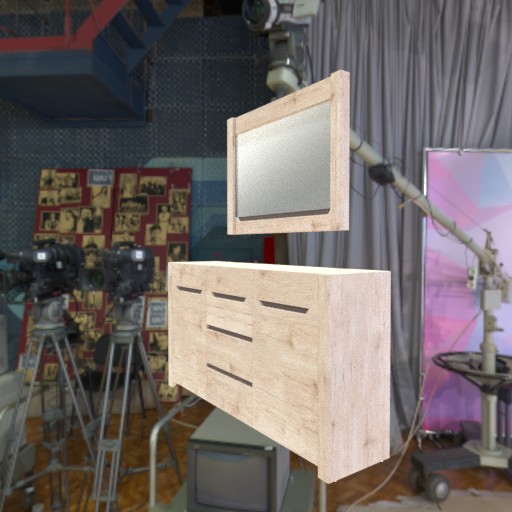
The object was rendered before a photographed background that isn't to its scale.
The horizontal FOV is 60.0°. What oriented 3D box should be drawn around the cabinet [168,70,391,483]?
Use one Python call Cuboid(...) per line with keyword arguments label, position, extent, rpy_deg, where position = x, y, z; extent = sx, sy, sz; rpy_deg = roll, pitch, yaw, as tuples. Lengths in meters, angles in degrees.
Cuboid(label="cabinet", position=(0.000, 0.000, 2.743), extent=(0.420, 1.981, 1.700), rpy_deg=(-1, 2, -35))
